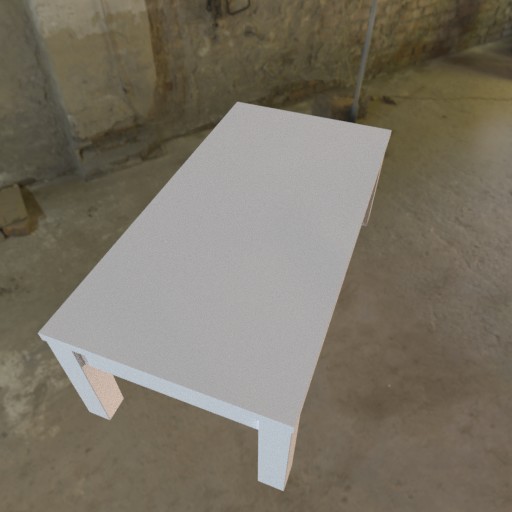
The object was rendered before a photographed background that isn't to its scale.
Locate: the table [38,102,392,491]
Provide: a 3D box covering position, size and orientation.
[{"bbox_3d":[0.000,0.000,1.673,0.700,0.470,1.350,15,48,14],"label":"table"}]
